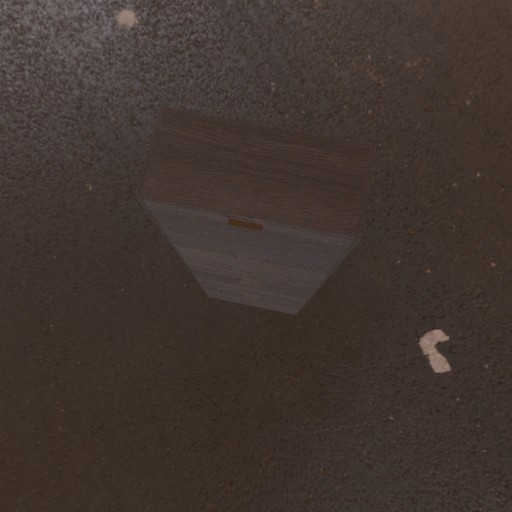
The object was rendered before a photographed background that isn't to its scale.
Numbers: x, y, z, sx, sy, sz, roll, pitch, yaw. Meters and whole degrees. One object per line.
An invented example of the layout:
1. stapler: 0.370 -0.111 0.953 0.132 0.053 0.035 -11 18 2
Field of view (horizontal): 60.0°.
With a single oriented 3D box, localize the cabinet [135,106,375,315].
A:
1. cabinet: 0.000 0.000 1.816 0.520 1.630 0.255 11 77 3
